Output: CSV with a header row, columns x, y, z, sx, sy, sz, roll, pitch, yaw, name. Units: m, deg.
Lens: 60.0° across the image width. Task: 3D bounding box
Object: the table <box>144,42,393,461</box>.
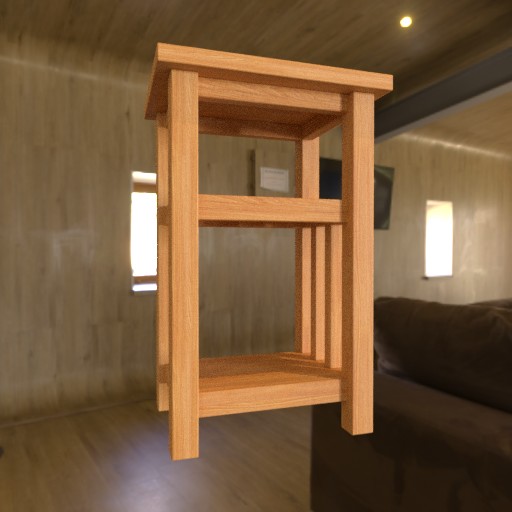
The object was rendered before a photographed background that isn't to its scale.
x,y,z,sx,sy,sz,roll,pitch,yaw,name
0.000,0.000,0.750,0.350,0.550,0.270,0,1,-18,table
